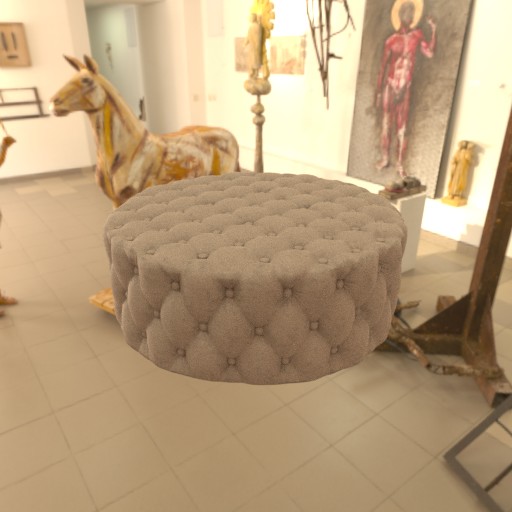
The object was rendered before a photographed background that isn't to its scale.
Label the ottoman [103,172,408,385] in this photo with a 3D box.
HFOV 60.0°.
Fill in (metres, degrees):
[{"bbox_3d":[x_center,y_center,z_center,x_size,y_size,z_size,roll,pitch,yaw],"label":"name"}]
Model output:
[{"bbox_3d":[0.000,0.000,1.563,0.998,0.399,0.998,0,25,0],"label":"ottoman"}]
